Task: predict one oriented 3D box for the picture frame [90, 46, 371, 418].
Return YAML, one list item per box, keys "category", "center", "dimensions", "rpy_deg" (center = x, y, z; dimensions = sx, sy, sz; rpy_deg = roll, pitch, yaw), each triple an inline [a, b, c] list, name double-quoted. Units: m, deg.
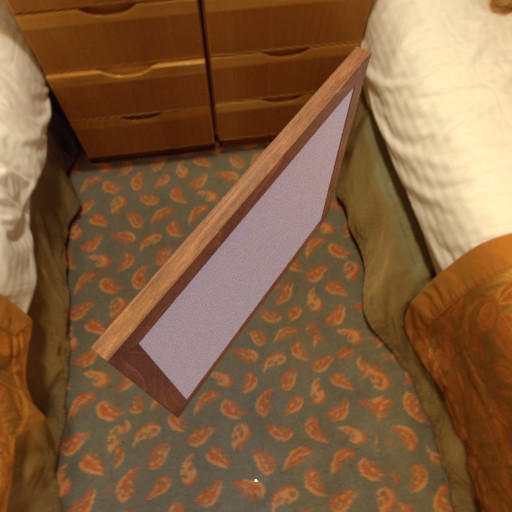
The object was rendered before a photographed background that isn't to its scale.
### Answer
- category: "picture frame"
  center: [0.000, 0.000, 0.759]
  dimensions: [0.025, 0.457, 0.559]
  rpy_deg: [32, 67, 15]
